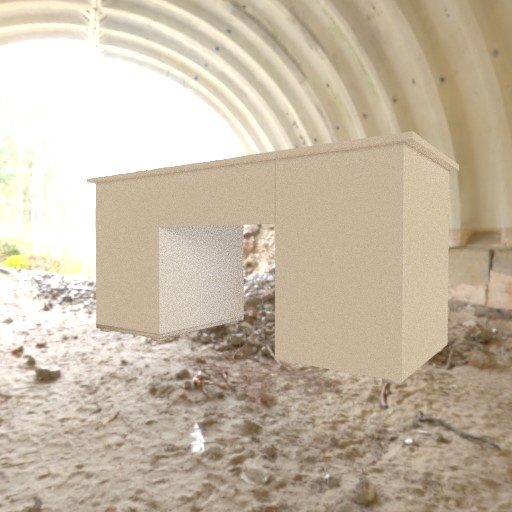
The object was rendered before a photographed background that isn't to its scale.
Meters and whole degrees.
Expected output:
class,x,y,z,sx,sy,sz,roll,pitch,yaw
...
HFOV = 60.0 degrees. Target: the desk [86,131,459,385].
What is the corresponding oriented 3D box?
class,x,y,z,sx,sy,sz,roll,pitch,yaw
desk,0.000,0.000,2.020,1.580,0.760,0.670,1,2,35
